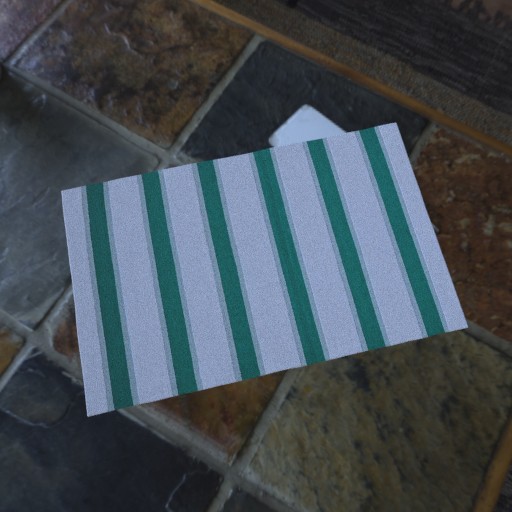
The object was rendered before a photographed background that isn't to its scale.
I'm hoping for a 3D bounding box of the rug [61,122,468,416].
[{"bbox_3d":[0.000,0.000,2.952,2.436,0.015,1.521,-12,75,-3],"label":"rug"}]
